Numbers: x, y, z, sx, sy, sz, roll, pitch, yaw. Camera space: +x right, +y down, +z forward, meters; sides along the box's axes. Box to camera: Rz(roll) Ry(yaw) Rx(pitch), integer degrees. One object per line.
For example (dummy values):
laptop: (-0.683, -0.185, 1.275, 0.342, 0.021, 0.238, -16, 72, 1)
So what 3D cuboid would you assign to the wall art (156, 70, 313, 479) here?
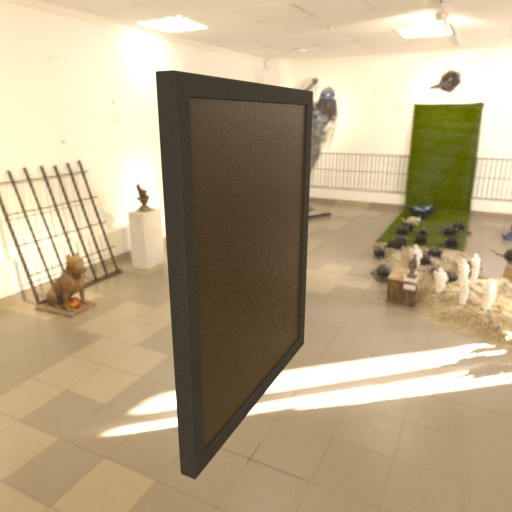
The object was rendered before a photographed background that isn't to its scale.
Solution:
wall art: (0.000, 0.000, 0.769, 0.028, 0.558, 0.457, 8, 19, 25)
